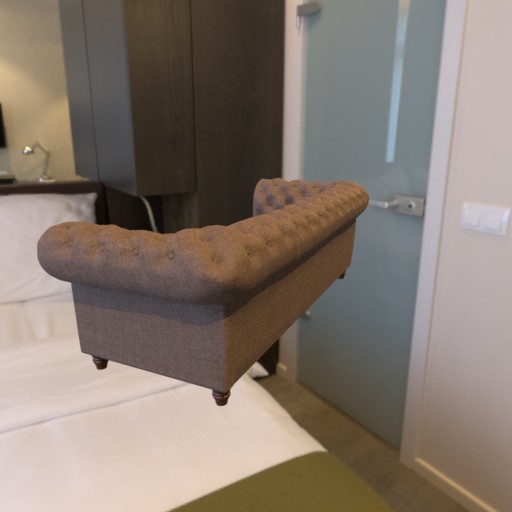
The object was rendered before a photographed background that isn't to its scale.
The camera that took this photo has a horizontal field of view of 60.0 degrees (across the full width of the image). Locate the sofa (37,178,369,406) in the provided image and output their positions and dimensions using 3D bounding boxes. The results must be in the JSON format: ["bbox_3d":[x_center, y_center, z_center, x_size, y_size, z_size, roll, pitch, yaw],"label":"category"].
[{"bbox_3d":[0.000,0.000,2.774,0.944,0.787,2.385,7,17,25],"label":"sofa"}]
